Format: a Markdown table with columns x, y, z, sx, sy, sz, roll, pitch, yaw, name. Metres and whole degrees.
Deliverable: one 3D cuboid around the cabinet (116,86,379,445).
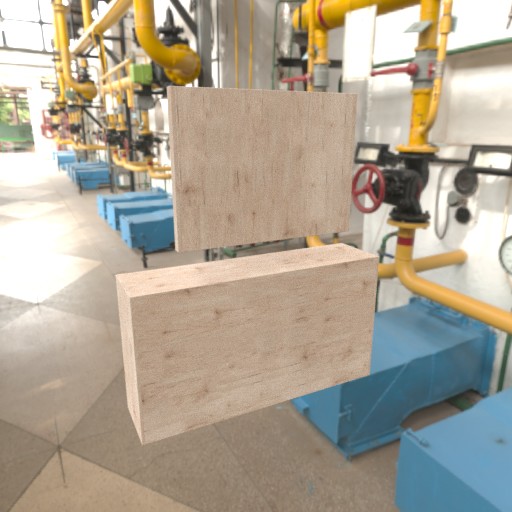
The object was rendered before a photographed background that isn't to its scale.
| x | y | z | sx | sy | sz | roll | pitch | yaw | name |
| --- | --- | --- | --- | --- | --- | --- | --- | --- | --- |
| 0.000 | 0.000 | 2.859 | 1.700 | 1.981 | 0.420 | -8 | 18 | -26 | cabinet |
